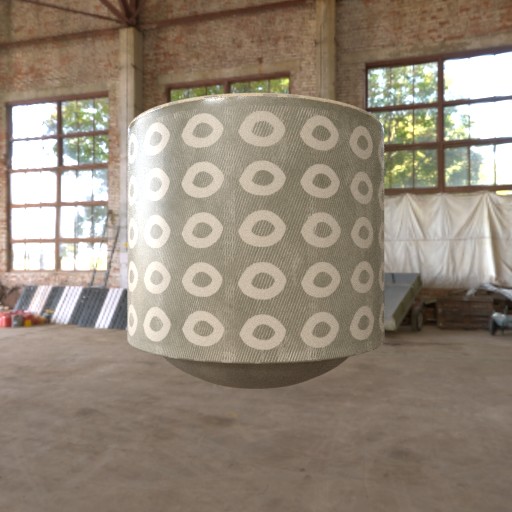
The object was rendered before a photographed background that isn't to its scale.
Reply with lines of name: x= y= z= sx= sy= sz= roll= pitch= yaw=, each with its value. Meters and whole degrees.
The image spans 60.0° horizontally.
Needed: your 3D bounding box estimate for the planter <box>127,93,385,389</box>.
planter: x=0.000 y=0.000 z=0.450 sx=0.250 sy=0.239 sz=0.250 roll=0 pitch=0 yaw=0
